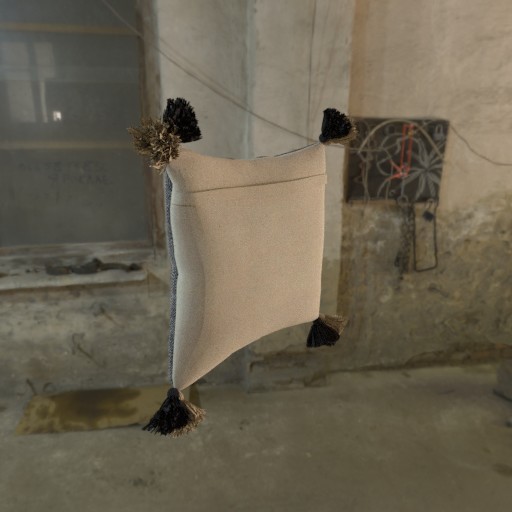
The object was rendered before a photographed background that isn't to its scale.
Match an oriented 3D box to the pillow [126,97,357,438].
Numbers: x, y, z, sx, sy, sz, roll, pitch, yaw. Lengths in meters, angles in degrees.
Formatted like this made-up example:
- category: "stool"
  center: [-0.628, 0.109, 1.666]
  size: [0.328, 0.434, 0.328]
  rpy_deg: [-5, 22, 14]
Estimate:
- category: "pillow"
  center: [0.000, 0.000, 0.998]
  size: [0.170, 0.659, 0.654]
  rpy_deg: [16, 23, 43]
